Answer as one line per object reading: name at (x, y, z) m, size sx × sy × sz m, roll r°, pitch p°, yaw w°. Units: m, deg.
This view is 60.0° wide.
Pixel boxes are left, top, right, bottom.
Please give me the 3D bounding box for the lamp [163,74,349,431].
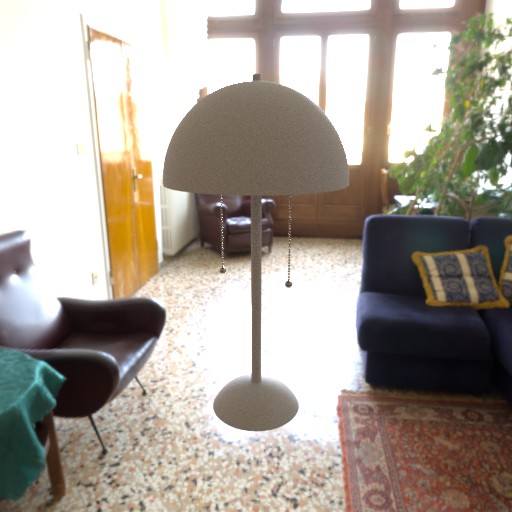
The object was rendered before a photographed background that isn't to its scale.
lamp at (0.000, 0.000, 0.433) m, size 0.171 × 0.330 × 0.171 m, roll 0°, pitch 15°, yaw 0°
